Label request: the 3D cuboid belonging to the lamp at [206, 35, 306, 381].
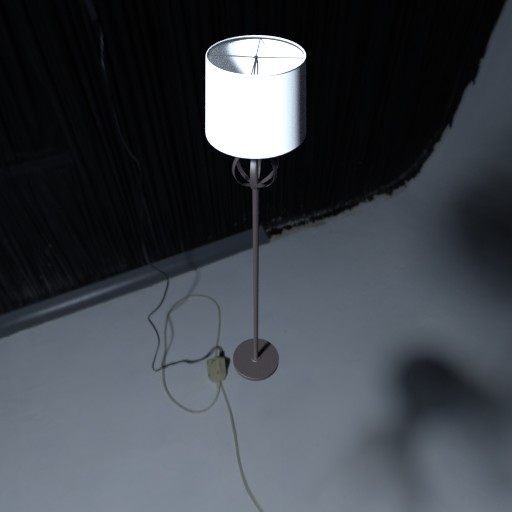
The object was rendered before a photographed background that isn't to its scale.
[{"bbox_3d":[0.000,0.000,1.642,0.286,1.462,0.286,-18,49,-17],"label":"lamp"}]
